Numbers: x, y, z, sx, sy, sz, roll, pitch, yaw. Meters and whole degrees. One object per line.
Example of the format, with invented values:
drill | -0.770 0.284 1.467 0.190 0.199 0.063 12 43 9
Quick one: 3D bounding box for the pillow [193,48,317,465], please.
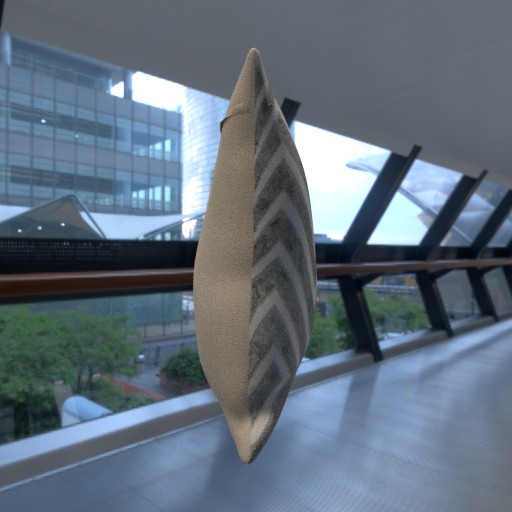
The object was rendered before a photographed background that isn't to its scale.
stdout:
pillow | 0.000 0.000 0.676 0.182 0.441 0.440 0 -1 0
